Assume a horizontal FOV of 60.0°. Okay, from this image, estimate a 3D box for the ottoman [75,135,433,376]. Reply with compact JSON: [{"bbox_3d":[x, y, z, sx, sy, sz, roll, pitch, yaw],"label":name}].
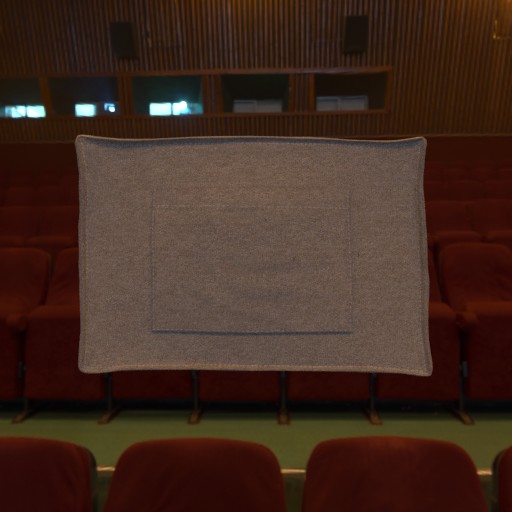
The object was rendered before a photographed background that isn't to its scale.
[{"bbox_3d":[0.000,0.000,1.160,0.707,0.470,0.696,0,-2,1],"label":"ottoman"}]
